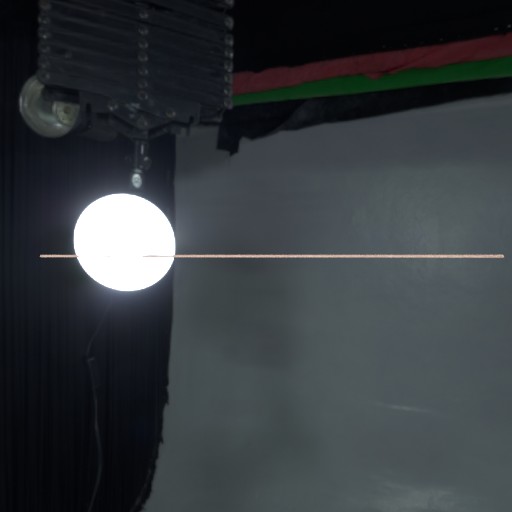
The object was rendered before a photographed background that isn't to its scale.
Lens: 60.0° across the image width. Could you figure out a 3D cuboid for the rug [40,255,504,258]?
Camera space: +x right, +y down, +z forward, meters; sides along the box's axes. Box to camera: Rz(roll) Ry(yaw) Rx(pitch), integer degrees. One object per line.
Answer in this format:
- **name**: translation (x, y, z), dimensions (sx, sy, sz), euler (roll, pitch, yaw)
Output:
- **rug**: translation (0.000, 0.000, 2.591), dimensions (2.435, 0.015, 0.760), euler (0, 0, 17)
